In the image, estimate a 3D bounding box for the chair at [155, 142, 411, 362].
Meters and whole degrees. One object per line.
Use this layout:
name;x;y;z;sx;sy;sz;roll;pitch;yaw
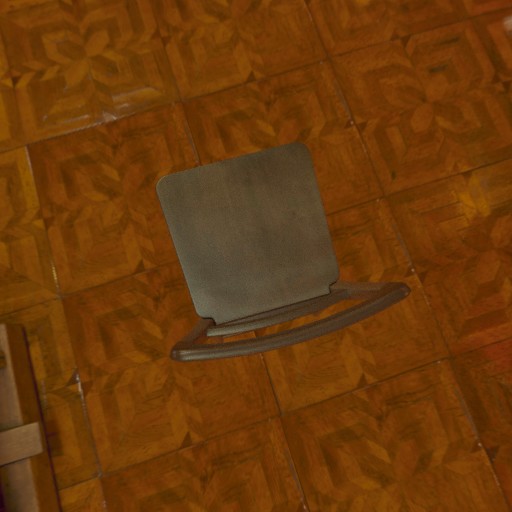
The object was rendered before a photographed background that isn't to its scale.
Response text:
chair;0.000;0.000;1.287;0.450;0.991;0.546;-15;78;-3
